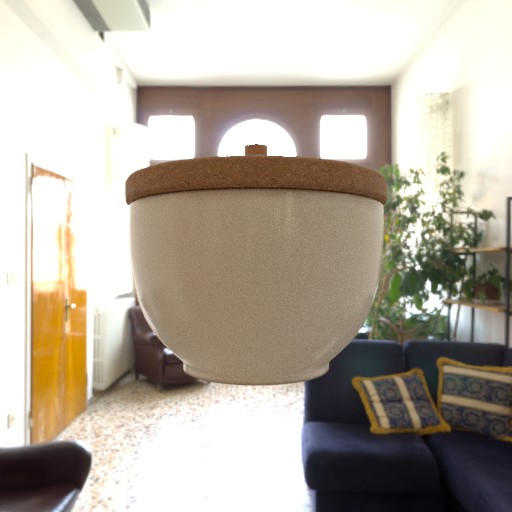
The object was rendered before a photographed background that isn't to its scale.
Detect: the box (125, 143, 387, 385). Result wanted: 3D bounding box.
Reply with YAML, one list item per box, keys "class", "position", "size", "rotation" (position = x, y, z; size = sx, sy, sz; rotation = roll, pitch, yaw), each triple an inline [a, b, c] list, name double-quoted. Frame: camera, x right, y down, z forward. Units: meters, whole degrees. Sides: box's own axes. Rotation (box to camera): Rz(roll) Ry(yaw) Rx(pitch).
- class: "box"
  position: [0.000, 0.000, 0.189]
  size: [0.107, 0.094, 0.107]
  rotation: [0, -1, 0]
